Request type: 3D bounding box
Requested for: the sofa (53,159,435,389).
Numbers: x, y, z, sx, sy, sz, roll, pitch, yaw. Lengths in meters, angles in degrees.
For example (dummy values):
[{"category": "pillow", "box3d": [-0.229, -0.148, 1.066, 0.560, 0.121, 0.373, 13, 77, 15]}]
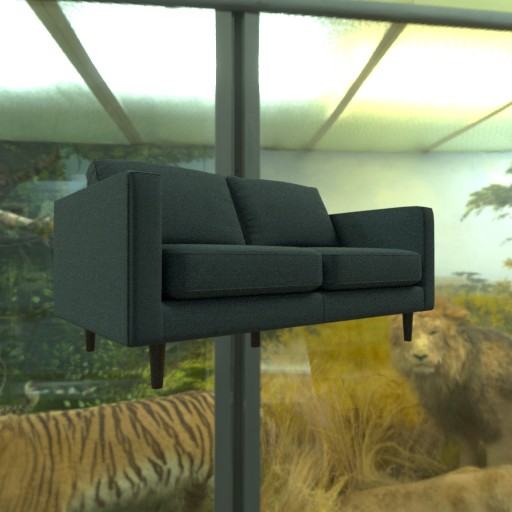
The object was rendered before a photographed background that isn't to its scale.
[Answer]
[{"category": "sofa", "box3d": [0.000, 0.000, 2.201, 1.659, 0.907, 0.999, 0, 0, -37]}]
